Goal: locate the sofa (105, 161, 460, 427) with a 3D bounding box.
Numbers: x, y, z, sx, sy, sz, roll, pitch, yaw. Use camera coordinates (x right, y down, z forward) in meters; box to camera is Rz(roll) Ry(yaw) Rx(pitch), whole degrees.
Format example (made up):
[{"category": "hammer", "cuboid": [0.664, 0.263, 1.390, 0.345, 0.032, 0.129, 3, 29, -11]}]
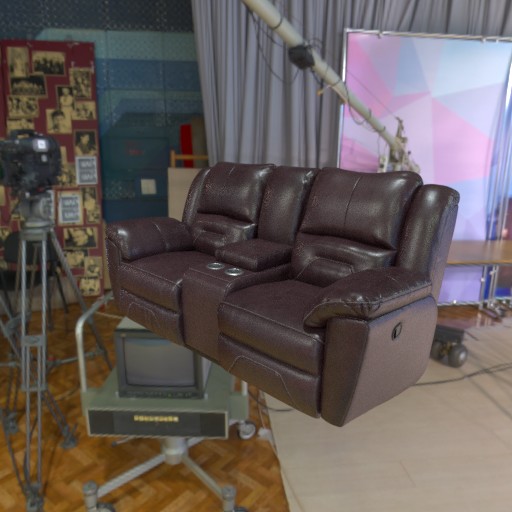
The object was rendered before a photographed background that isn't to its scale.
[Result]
[{"category": "sofa", "cuboid": [0.000, 0.000, 2.649, 2.058, 1.043, 0.991, 15, 21, 43]}]
